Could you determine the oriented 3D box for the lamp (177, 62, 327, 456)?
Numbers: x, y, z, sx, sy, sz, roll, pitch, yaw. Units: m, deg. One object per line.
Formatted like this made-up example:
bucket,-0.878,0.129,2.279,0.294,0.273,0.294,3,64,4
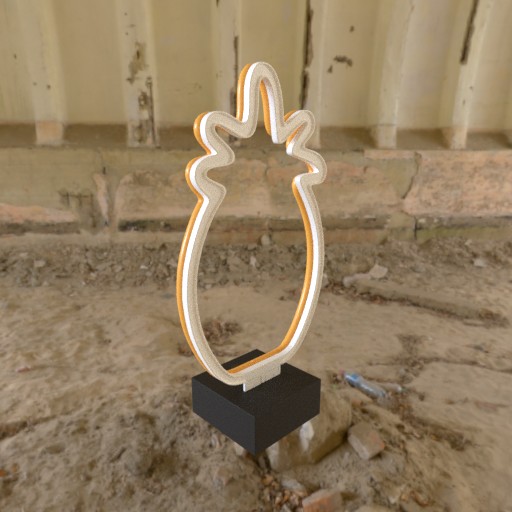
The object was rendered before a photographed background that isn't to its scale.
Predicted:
lamp,0.000,0.000,0.393,0.167,0.317,0.088,-14,20,-42
